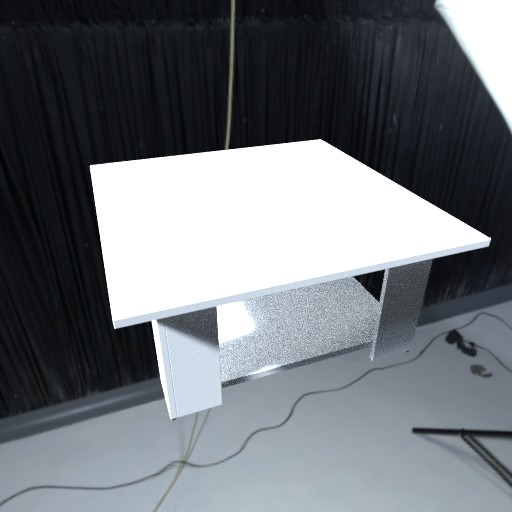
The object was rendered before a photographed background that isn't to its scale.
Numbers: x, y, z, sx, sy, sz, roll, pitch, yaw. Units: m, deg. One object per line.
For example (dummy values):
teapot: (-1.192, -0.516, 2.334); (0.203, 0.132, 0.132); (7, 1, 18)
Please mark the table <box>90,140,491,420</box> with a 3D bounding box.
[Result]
table: (0.000, 0.000, 1.061); (0.670, 0.305, 0.670); (-11, 33, -17)
